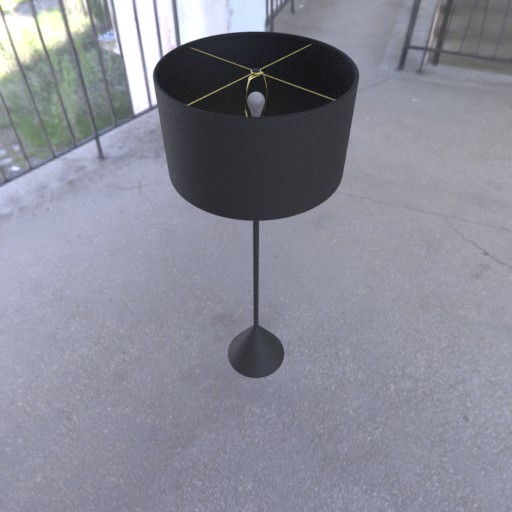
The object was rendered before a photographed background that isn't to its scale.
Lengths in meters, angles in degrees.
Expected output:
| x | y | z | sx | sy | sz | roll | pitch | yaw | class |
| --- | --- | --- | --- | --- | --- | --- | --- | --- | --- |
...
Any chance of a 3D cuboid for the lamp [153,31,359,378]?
| x | y | z | sx | sy | sz | roll | pitch | yaw | class |
| --- | --- | --- | --- | --- | --- | --- | --- | --- | --- |
| 0.000 | 0.000 | 1.802 | 0.580 | 1.526 | 0.580 | 32 | 53 | 27 | lamp |
